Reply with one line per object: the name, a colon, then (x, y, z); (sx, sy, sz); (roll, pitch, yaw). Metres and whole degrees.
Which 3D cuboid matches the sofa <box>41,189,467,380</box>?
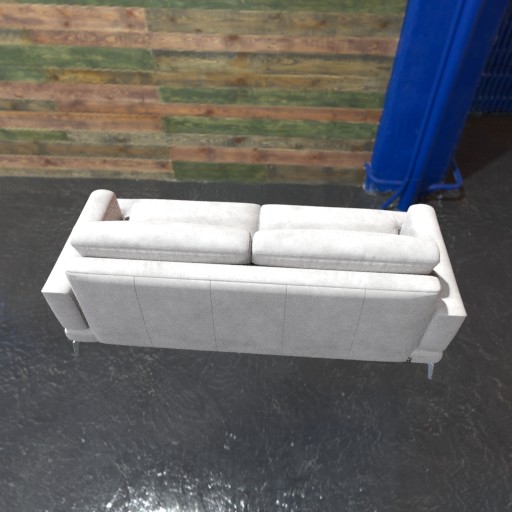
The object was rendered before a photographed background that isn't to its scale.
sofa: (0.000, 0.000, 2.480); (2.013, 0.830, 0.980); (3, 47, 3)
